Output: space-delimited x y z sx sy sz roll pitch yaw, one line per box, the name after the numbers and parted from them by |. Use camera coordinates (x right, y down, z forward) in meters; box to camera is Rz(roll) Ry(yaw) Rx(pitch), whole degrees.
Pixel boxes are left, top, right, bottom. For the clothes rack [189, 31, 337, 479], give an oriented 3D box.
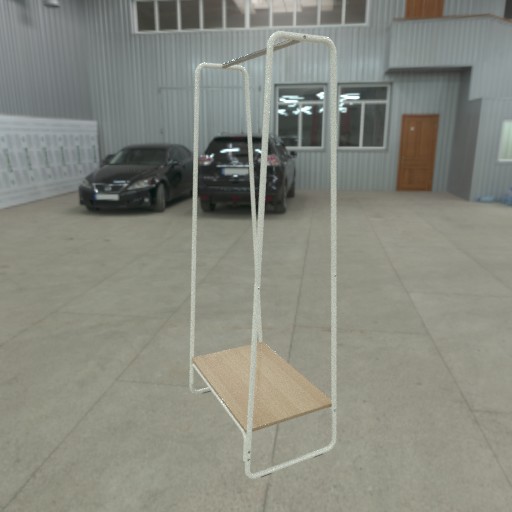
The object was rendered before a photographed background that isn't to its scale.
0.000 0.000 1.765 0.400 1.500 0.640 -7 17 -26 | clothes rack
